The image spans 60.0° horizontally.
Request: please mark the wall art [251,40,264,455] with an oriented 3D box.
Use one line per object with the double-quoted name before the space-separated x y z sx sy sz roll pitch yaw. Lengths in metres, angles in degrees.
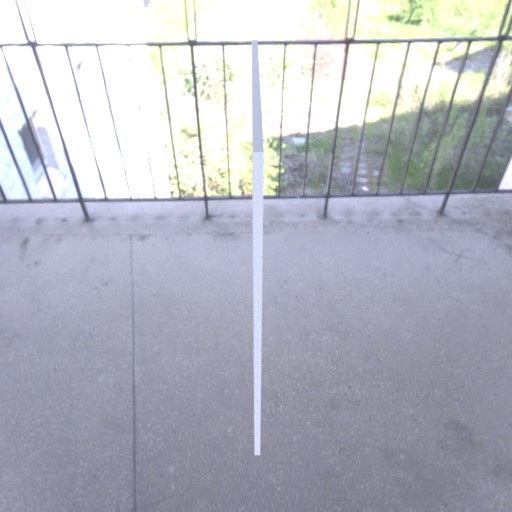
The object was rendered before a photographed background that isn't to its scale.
"wall art" 0.000 0.000 0.851 0.011 0.659 0.454 0 39 -1
